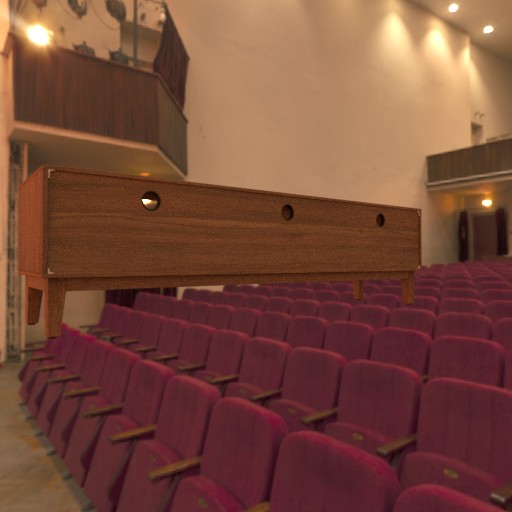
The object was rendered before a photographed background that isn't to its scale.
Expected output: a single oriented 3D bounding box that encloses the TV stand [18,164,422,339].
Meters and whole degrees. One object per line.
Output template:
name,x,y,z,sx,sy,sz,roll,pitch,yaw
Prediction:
TV stand,0.000,0.000,1.604,1.482,0.409,0.366,0,-1,-36
